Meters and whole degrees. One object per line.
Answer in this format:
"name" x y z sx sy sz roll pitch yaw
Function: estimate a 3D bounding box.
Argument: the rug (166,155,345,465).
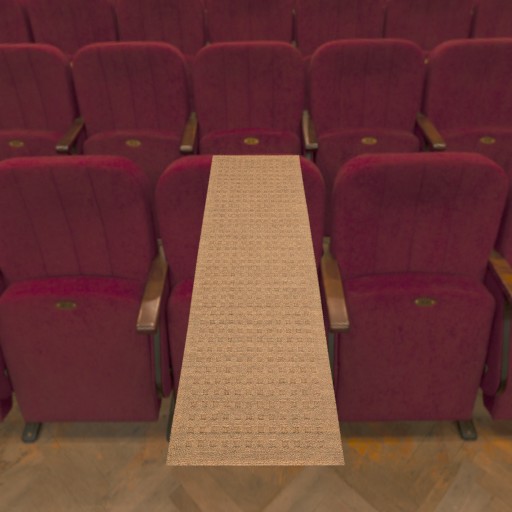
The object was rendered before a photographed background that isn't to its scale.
"rug" 0.000 0.000 2.613 0.688 0.005 2.437 0 41 0
